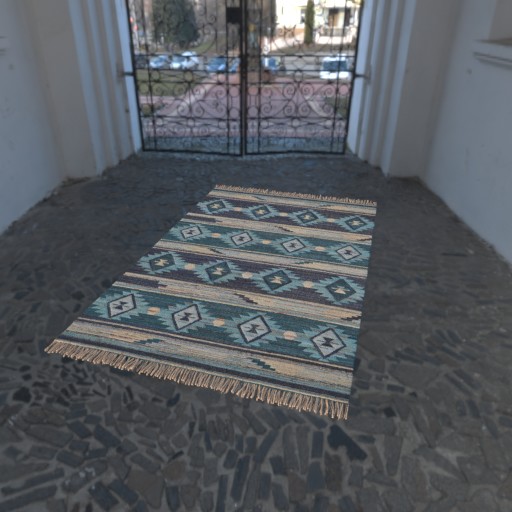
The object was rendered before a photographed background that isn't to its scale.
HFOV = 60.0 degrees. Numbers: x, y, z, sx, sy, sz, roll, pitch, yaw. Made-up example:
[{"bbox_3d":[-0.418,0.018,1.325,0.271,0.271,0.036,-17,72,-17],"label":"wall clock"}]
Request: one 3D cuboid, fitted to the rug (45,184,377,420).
[{"bbox_3d":[0.000,0.000,2.393,1.181,0.028,1.936,8,30,14],"label":"rug"}]
